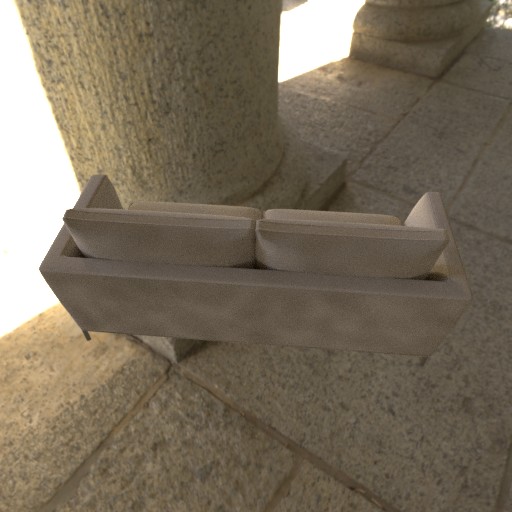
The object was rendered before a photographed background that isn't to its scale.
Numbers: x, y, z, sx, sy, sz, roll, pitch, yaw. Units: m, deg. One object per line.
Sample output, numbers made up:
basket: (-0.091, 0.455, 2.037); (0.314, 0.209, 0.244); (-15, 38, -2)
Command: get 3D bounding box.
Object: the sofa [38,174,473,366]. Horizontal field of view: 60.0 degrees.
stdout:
sofa: (0.000, 0.000, 2.687); (2.214, 1.005, 0.868); (4, 46, 4)
